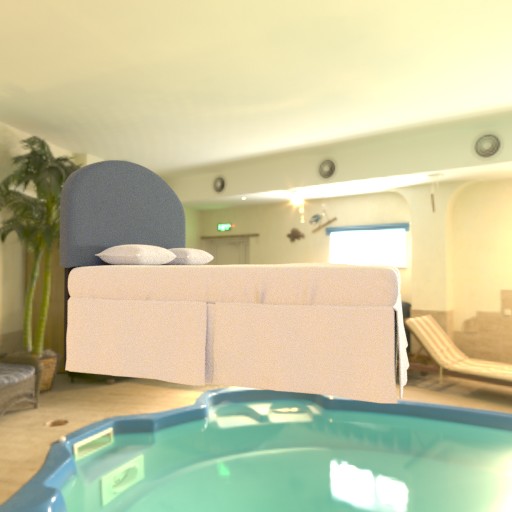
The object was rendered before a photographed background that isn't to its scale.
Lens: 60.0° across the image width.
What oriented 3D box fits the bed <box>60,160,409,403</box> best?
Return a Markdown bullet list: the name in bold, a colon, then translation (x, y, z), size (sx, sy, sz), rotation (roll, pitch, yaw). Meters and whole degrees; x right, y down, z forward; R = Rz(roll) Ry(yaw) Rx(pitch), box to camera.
- **bed**: translation (0.000, 0.000, 3.080), size (2.005, 1.410, 1.607), rotation (0, -1, 18)
